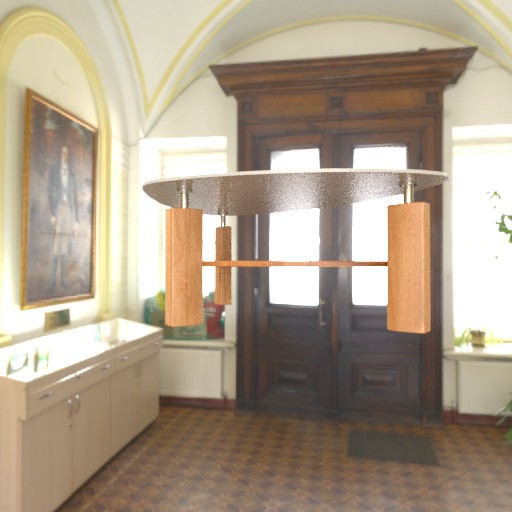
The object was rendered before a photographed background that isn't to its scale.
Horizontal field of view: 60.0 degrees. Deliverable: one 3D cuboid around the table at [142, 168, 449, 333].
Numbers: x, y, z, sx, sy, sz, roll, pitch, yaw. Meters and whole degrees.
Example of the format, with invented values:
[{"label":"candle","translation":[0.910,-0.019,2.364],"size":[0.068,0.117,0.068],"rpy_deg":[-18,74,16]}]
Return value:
[{"label":"table","translation":[0.000,0.000,1.599],"size":[0.850,0.440,1.250],"rpy_deg":[1,-1,-35]}]
